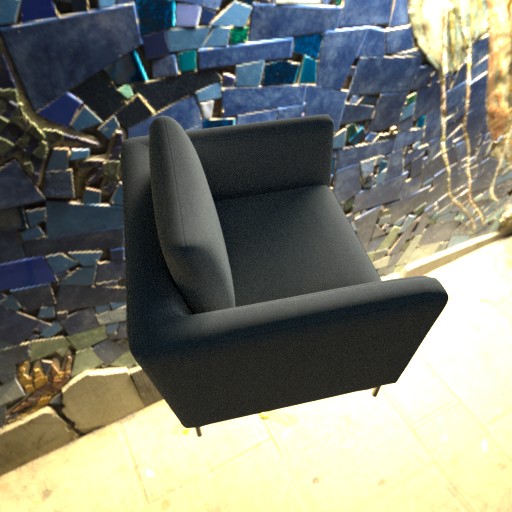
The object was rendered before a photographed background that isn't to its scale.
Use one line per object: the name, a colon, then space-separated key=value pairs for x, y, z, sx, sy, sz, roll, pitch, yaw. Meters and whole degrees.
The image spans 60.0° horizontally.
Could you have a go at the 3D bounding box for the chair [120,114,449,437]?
chair: x=0.000 y=0.000 z=1.682 sx=0.889 sy=0.864 sz=1.041 roll=-10 pitch=48 yaw=-9
